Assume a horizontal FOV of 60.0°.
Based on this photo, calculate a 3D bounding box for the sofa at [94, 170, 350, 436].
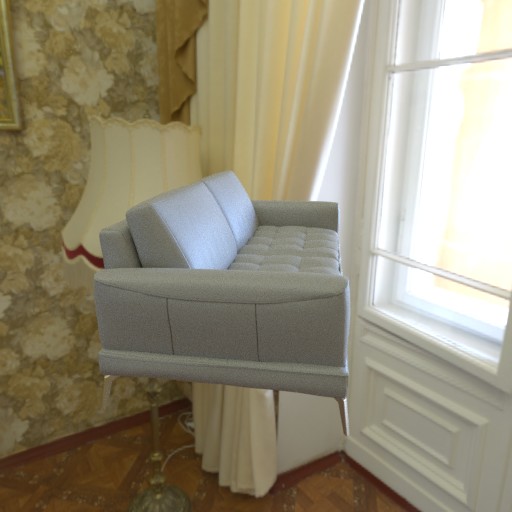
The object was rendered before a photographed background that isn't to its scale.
[{"bbox_3d":[0.000,0.000,2.799,1.121,0.930,2.177,2,16,9],"label":"sofa"}]
